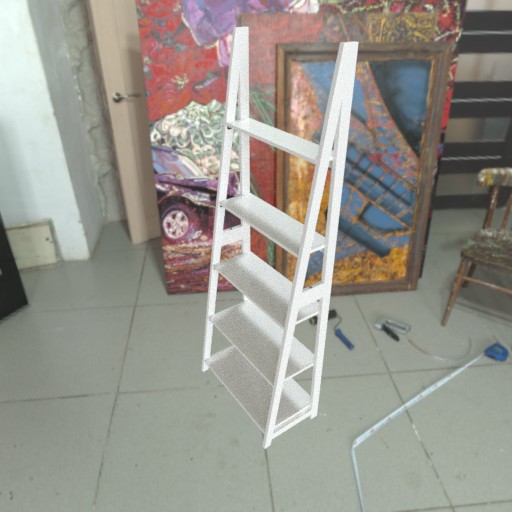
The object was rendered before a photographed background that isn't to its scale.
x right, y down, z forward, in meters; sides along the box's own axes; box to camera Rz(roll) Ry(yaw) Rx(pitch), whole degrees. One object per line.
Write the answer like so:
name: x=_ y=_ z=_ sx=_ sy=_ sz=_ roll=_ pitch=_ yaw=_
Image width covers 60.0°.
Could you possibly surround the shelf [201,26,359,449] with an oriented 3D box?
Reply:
shelf: x=0.000 y=0.000 z=1.993 sx=0.341 sy=1.779 sz=0.636 roll=-21 pitch=38 yaw=-29
